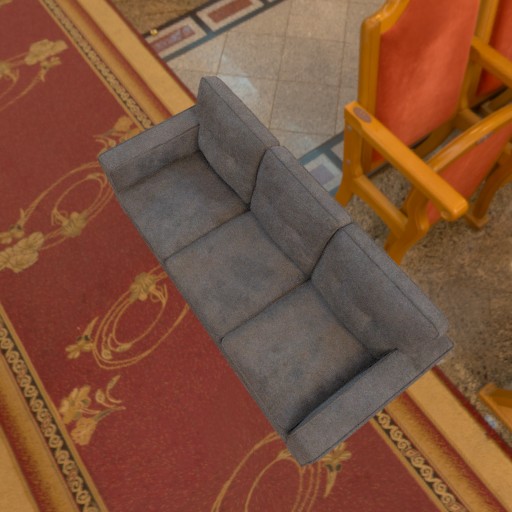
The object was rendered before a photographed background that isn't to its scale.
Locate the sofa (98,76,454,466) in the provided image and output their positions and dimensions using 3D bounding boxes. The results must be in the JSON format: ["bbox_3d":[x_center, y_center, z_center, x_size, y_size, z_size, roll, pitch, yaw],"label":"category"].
[{"bbox_3d":[0.000,0.000,2.604,0.939,0.965,2.133,-33,68,-15],"label":"sofa"}]
